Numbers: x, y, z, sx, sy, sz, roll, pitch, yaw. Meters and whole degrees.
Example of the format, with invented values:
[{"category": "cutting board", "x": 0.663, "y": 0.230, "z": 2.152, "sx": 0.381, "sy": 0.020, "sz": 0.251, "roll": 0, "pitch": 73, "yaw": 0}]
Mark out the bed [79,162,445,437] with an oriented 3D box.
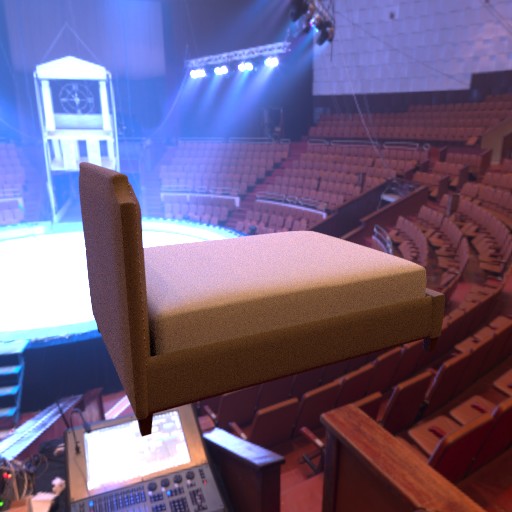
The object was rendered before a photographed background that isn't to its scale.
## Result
[{"category": "bed", "x": 0.000, "y": 0.000, "z": 3.478, "sx": 2.372, "sy": 1.443, "sz": 1.713, "roll": -7, "pitch": 16, "yaw": -26}]
